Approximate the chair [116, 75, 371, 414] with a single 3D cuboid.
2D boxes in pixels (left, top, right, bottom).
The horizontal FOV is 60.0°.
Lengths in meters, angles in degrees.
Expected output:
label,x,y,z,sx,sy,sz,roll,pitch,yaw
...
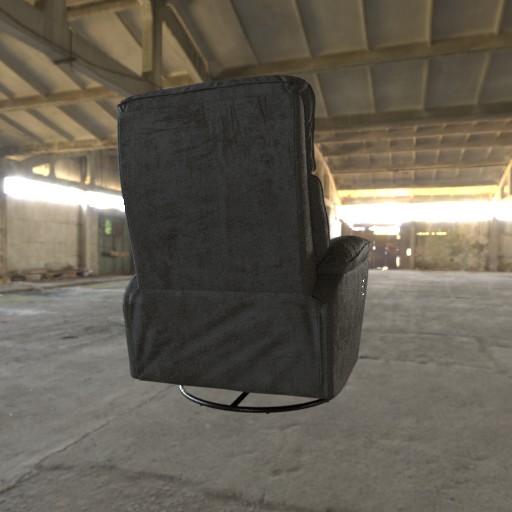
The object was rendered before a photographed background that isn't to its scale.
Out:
label,x,y,z,sx,sy,sz,roll,pitch,yaw
chair,0.000,0.000,1.725,0.820,1.037,1.004,0,1,18
